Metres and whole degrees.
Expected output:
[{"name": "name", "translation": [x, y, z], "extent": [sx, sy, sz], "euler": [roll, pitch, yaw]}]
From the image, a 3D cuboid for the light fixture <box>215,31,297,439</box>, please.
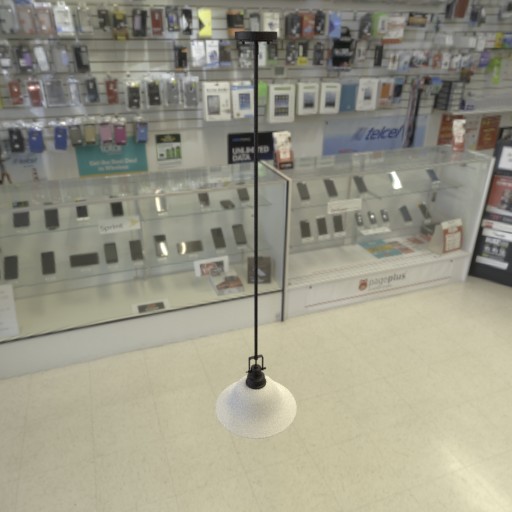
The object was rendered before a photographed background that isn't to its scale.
[{"name": "light fixture", "translation": [0.000, 0.000, 1.480], "extent": [0.324, 1.337, 0.324], "euler": [-8, 27, -16]}]
